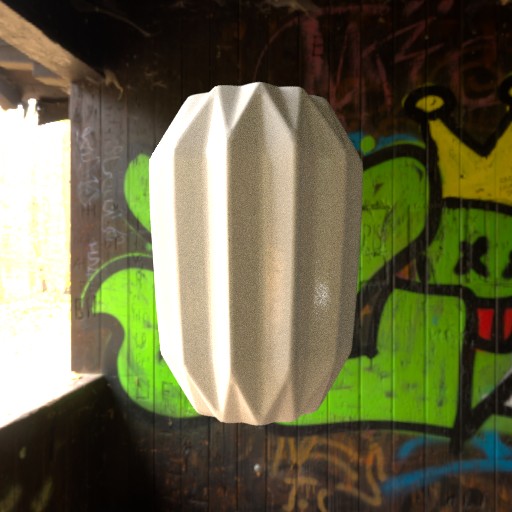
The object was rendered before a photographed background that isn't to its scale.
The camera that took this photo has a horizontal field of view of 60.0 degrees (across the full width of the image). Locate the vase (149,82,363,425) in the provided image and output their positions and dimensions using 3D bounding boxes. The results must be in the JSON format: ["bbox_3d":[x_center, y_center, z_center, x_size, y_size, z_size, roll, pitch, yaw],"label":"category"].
[{"bbox_3d":[0.000,0.000,0.415,0.195,0.275,0.195,0,0,0],"label":"vase"}]
